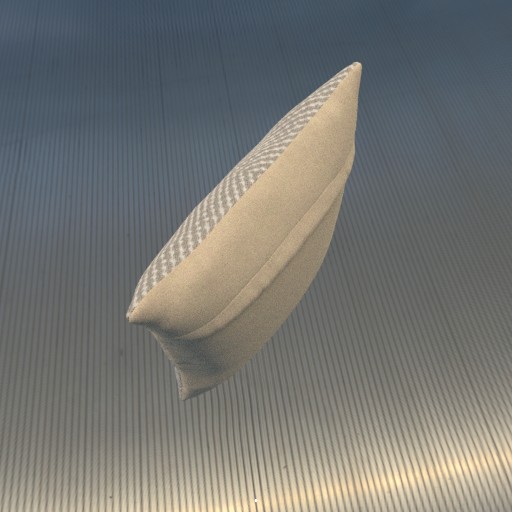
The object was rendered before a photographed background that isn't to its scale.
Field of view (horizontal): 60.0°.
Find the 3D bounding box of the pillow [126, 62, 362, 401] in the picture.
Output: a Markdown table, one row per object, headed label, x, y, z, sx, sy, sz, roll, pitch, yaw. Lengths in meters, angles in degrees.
| label | x | y | z | sx | sy | sz | roll | pitch | yaw |
| --- | --- | --- | --- | --- | --- | --- | --- | --- | --- |
| pillow | 0.000 | 0.000 | 0.716 | 0.181 | 0.458 | 0.459 | 32 | 66 | 16 |
